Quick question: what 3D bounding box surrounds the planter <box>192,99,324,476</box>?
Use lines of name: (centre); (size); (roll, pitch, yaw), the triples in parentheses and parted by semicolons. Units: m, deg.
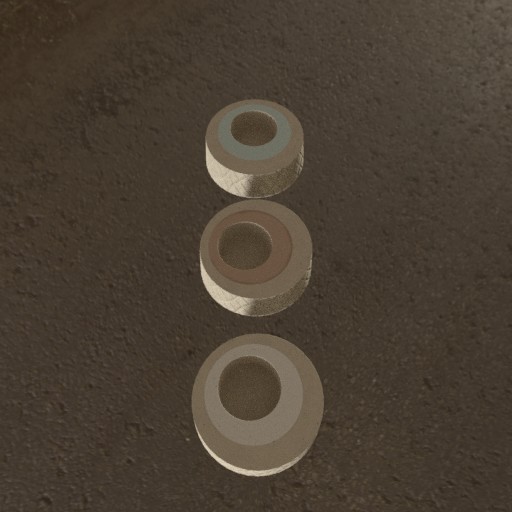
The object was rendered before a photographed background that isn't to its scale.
planter: (0.000, 0.000, 0.438); (0.114, 0.038, 0.390); (-1, 63, 0)
